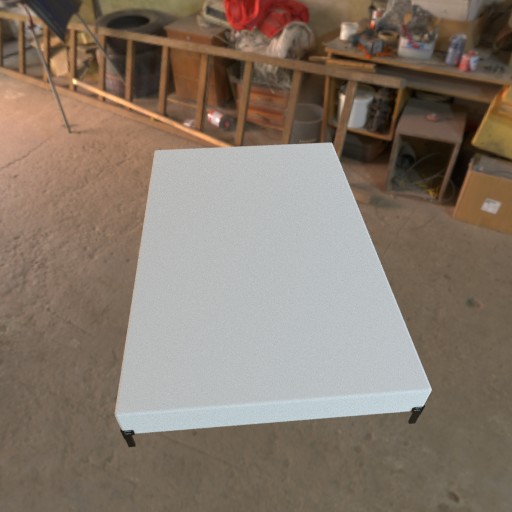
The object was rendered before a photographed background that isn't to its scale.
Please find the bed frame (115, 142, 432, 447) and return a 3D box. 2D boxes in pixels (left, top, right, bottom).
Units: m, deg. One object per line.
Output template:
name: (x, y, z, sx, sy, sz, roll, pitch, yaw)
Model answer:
bed frame: (0.000, 0.000, 3.860, 1.930, 0.440, 2.987, -3, 44, -3)
